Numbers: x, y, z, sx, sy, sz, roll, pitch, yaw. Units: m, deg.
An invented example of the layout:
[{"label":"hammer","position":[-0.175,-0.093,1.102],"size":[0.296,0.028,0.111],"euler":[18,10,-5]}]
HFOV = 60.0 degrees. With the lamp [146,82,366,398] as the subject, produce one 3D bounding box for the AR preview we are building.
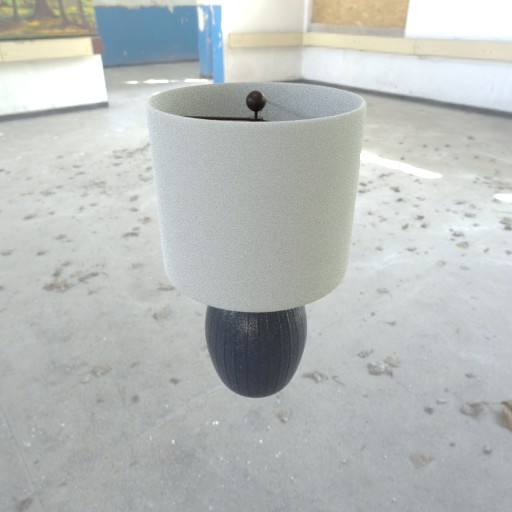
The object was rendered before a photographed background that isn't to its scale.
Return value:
[{"label":"lamp","position":[0.000,0.000,0.805],"size":[0.329,0.570,0.329],"euler":[-22,36,-33]}]
